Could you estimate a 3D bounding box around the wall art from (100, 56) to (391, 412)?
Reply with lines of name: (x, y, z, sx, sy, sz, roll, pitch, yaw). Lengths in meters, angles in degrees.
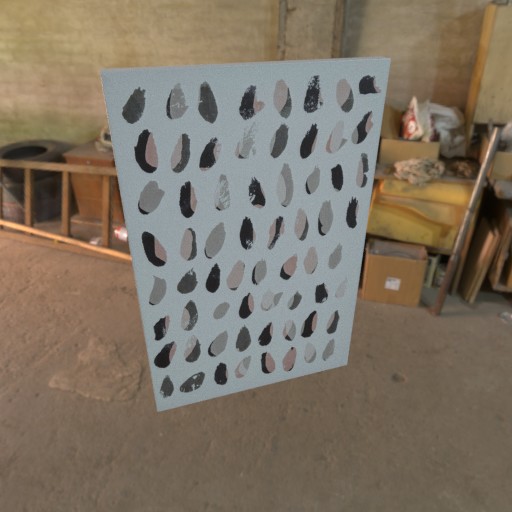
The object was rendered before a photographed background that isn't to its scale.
wall art: (0.000, 0.000, 1.139, 0.610, 0.916, 0.037, -9, 32, -15)
